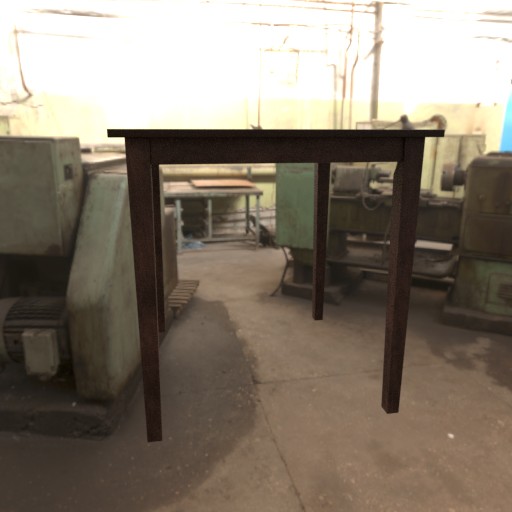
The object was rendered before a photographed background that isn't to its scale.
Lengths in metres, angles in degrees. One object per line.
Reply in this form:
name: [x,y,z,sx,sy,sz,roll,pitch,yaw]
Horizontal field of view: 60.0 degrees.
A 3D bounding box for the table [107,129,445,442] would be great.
table: [0.000,0.000,1.413,0.749,0.770,0.749,-3,16,-10]
